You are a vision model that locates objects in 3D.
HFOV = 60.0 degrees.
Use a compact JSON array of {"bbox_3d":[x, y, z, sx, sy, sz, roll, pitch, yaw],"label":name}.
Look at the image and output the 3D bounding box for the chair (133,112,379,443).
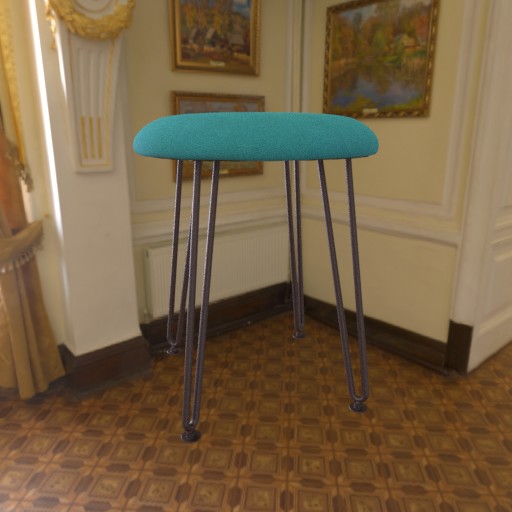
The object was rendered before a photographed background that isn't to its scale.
[{"bbox_3d":[0.000,0.000,0.700,0.350,0.430,0.350,-8,18,-26],"label":"chair"}]
